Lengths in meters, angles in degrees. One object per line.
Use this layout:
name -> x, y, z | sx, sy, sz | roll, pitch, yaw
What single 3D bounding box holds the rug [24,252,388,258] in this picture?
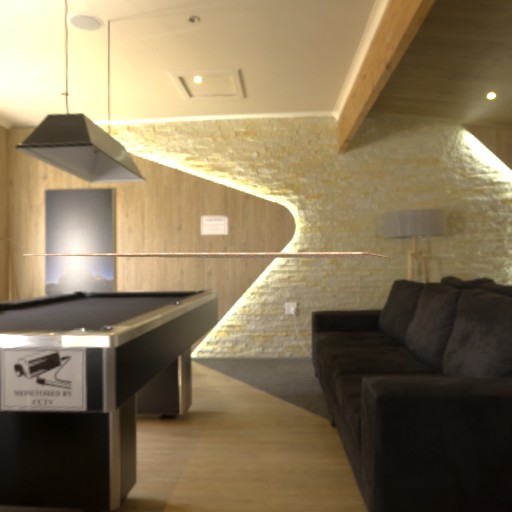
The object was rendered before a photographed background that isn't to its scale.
rug -> 0.000, 0.000, 2.766 | 1.524, 0.013, 2.135 | 0, -1, 19
